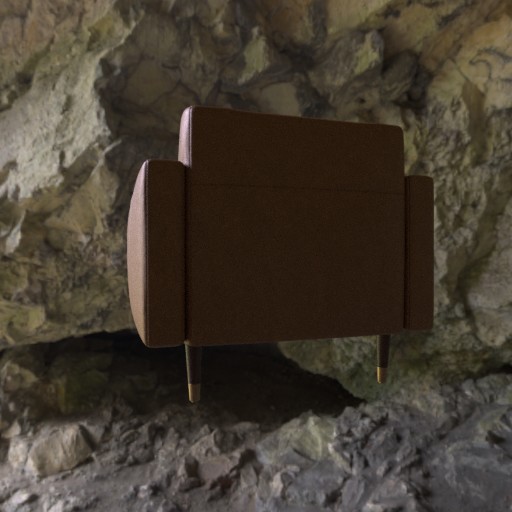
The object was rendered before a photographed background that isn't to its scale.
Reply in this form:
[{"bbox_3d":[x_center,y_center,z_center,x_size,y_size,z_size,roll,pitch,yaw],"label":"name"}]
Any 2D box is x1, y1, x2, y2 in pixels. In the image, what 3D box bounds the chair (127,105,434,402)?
[{"bbox_3d":[0.000,0.000,1.718,0.953,0.819,0.998,0,0,-17],"label":"chair"}]
